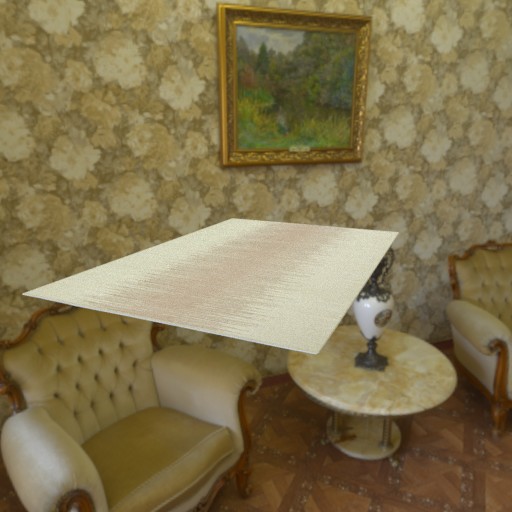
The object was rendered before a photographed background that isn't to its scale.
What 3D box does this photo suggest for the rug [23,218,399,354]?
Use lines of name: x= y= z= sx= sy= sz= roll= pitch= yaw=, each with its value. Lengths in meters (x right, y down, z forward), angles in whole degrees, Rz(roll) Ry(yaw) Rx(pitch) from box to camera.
rug: x=0.000 y=0.000 z=2.347 sx=1.234 sy=0.006 sz=1.850 roll=7 pitch=17 yaw=23
